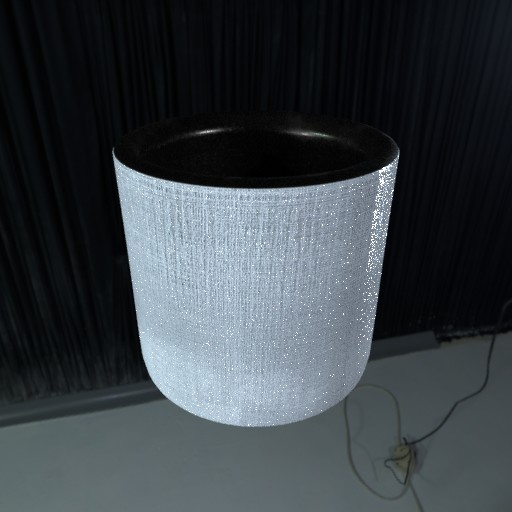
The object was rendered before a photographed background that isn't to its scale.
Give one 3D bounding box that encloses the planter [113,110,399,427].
[{"bbox_3d":[0.000,0.000,0.289,0.160,0.156,0.160,0,29,0],"label":"planter"}]
